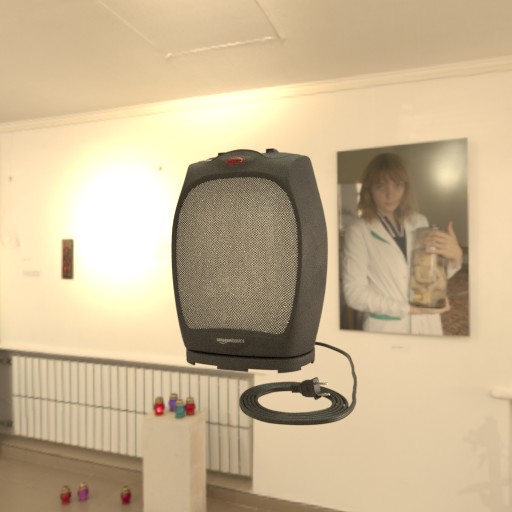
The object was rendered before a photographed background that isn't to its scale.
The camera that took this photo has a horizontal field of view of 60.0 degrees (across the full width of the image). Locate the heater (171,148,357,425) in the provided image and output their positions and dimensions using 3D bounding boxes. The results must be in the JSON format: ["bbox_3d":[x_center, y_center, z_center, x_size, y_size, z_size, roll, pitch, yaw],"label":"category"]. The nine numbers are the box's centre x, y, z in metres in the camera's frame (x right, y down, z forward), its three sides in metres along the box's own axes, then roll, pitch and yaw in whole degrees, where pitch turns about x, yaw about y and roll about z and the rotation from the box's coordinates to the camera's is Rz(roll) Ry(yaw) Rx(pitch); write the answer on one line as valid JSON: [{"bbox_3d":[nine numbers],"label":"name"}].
[{"bbox_3d":[0.000,0.000,0.492,0.239,0.255,0.291,0,0,19],"label":"heater"}]
